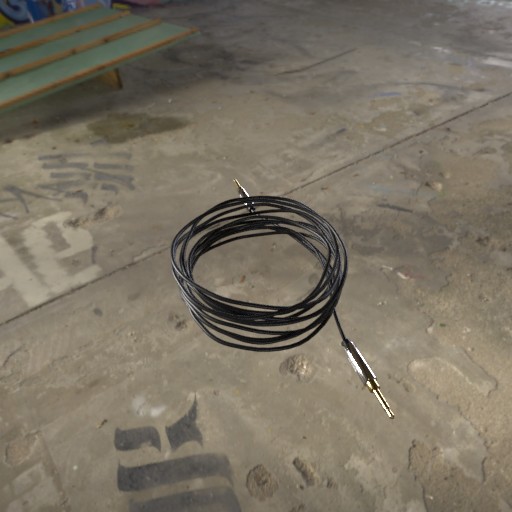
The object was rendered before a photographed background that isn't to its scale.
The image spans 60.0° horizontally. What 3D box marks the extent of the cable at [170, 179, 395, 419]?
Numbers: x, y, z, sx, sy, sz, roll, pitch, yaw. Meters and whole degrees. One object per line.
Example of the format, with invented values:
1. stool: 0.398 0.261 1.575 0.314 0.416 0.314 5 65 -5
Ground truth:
1. cable: 0.000 0.000 0.511 0.198 0.069 0.432 -12 42 -14
